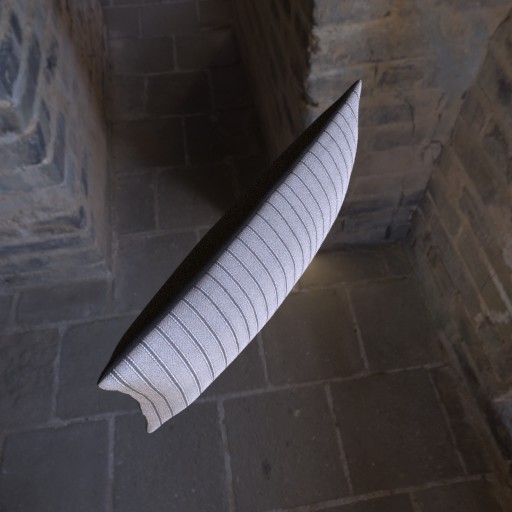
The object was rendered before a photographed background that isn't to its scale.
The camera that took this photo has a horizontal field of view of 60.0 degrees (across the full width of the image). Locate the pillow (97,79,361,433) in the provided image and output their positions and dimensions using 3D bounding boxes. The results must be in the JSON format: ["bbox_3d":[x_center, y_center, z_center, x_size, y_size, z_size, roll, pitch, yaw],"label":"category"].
[{"bbox_3d":[0.000,0.000,0.728,0.151,0.305,0.609,30,62,18],"label":"pillow"}]
